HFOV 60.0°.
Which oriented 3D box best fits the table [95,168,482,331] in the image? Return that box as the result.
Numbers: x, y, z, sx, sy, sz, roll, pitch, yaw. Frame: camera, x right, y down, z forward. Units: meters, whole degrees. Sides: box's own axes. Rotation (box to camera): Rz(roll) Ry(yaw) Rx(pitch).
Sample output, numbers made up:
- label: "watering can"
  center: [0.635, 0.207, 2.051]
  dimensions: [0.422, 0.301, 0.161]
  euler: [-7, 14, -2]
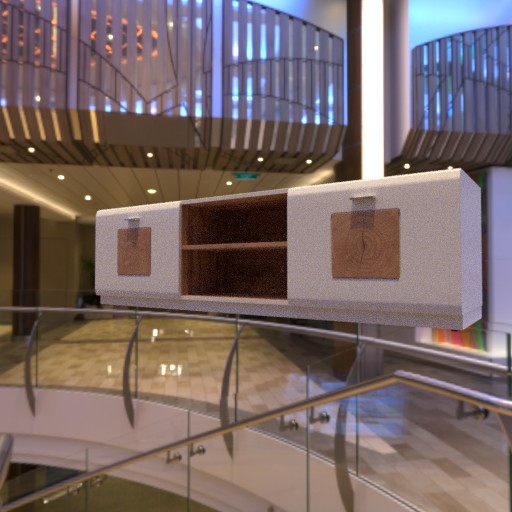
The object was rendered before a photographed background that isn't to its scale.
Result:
- label: "table"
  center: [0.000, 0.000, 1.751]
  dimensions: [1.550, 0.440, 0.400]
  euler: [-1, -2, 34]
